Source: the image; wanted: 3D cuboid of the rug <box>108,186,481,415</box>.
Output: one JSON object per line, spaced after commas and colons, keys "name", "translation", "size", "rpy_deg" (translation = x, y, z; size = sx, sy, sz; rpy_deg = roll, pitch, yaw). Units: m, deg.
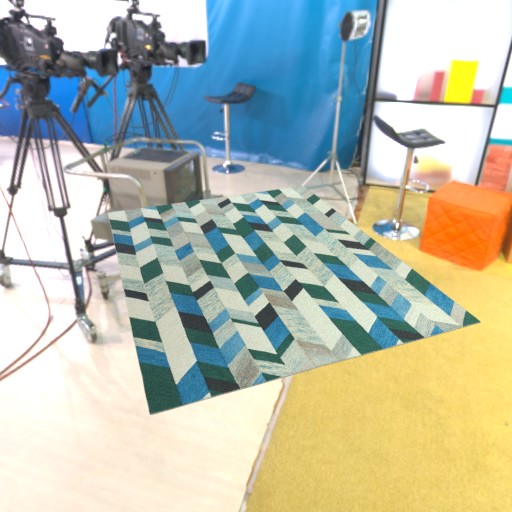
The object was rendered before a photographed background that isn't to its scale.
{"name": "rug", "translation": [0.000, 0.000, 4.122], "size": [2.440, 0.008, 3.036], "rpy_deg": [-10, 31, -18]}
